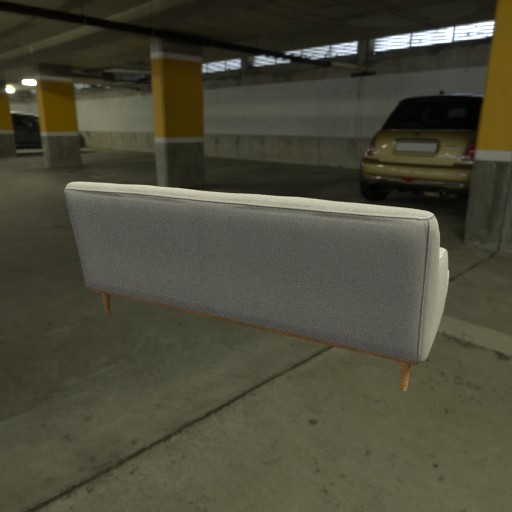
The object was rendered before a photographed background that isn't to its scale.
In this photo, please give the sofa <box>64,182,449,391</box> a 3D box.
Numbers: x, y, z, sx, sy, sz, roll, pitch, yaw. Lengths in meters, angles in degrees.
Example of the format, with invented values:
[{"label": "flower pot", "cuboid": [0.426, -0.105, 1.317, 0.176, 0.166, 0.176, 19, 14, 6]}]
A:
[{"label": "sofa", "cuboid": [0.000, 0.000, 2.600, 2.057, 0.871, 0.978, 9, 19, 27]}]
